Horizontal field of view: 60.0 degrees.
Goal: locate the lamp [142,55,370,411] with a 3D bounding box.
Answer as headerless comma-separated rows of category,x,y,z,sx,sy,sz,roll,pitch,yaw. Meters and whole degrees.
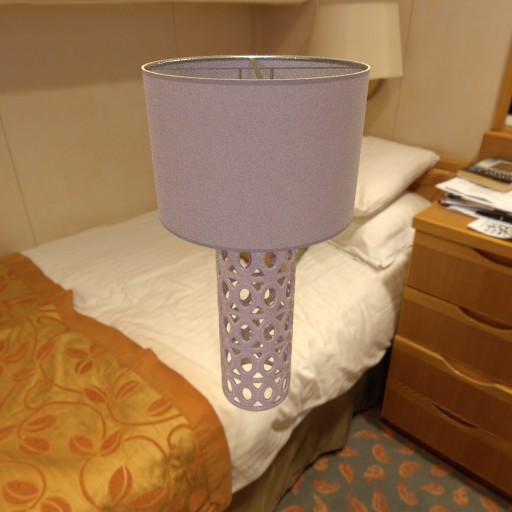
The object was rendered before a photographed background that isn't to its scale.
lamp,0.000,0.000,0.799,0.325,0.636,0.324,-1,29,-3
